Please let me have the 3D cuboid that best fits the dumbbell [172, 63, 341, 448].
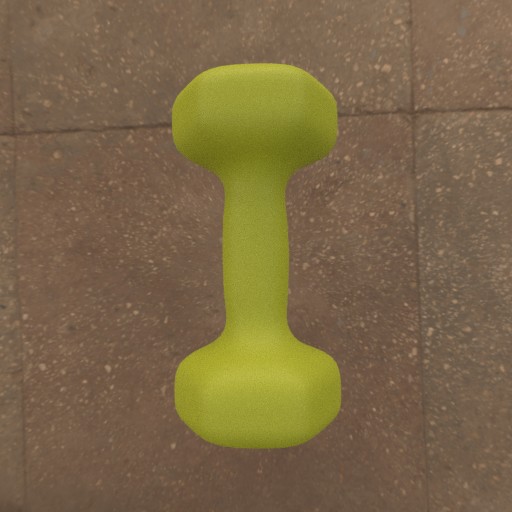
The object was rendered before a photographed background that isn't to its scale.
[{"bbox_3d":[0.000,0.000,0.209,0.080,0.072,0.164,0,89,2],"label":"dumbbell"}]
